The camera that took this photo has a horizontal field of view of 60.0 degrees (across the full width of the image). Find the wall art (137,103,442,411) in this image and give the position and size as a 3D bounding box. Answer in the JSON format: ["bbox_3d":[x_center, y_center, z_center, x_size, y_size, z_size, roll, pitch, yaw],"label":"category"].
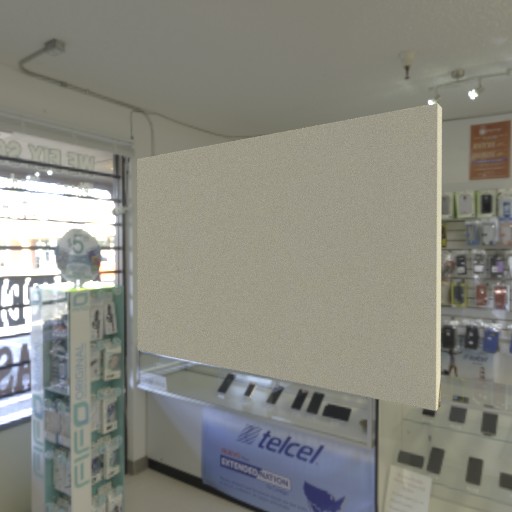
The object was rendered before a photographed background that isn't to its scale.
[{"bbox_3d":[0.000,0.000,1.142,0.898,0.601,0.038,1,1,36],"label":"wall art"}]
